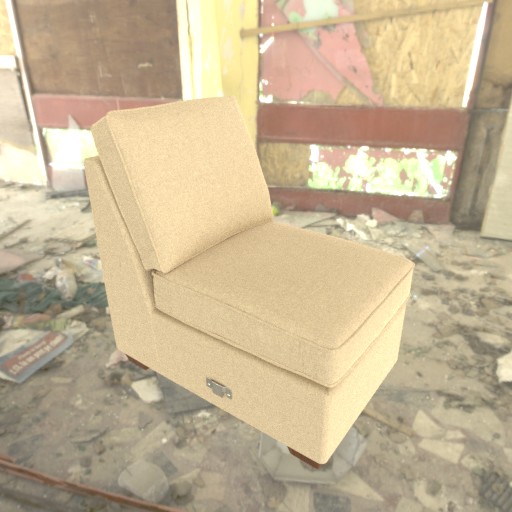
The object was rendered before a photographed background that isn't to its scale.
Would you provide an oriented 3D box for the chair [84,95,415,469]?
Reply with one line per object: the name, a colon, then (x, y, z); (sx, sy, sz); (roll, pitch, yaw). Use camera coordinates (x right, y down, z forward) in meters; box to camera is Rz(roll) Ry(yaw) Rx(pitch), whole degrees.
chair: (0.000, 0.000, 1.525); (0.938, 0.970, 0.621); (18, 31, 32)
